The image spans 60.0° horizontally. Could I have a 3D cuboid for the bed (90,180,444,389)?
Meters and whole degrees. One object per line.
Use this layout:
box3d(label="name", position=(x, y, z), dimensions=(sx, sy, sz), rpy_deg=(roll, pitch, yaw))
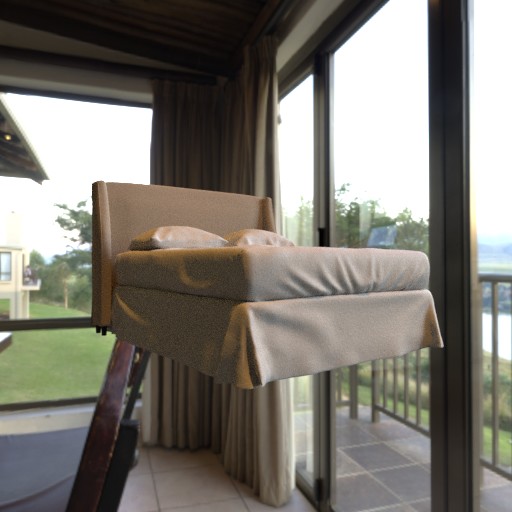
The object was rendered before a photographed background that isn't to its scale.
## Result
box3d(label="bed", position=(0.000, 0.000, 3.510), dimensions=(1.925, 1.332, 2.276), rpy_deg=(0, -1, -37))
